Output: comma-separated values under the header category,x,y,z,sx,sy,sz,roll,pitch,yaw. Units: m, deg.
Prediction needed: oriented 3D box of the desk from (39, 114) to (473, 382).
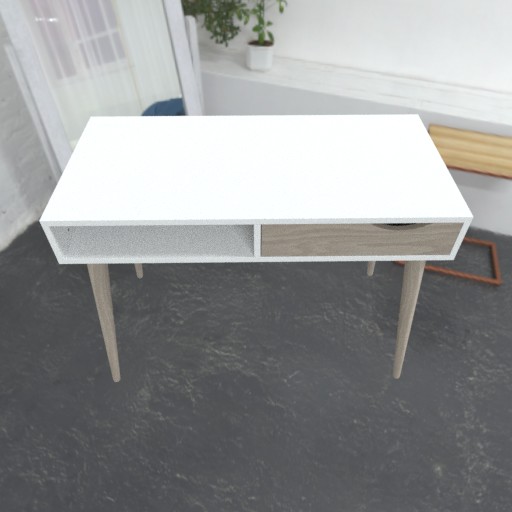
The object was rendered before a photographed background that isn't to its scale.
category,x,y,z,sx,sy,sz,roll,pitch,yaw
desk,0.000,0.000,1.421,0.979,0.723,0.491,-1,46,-1
